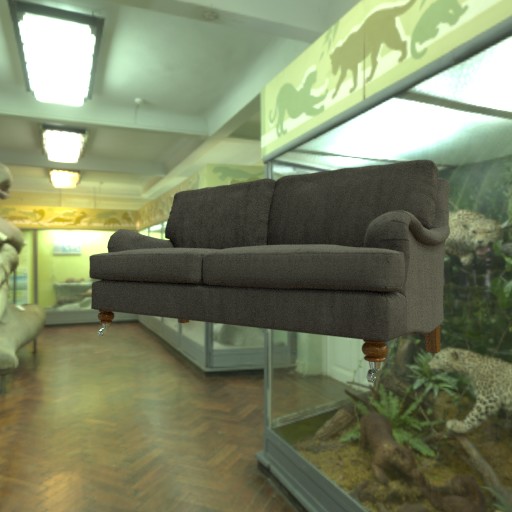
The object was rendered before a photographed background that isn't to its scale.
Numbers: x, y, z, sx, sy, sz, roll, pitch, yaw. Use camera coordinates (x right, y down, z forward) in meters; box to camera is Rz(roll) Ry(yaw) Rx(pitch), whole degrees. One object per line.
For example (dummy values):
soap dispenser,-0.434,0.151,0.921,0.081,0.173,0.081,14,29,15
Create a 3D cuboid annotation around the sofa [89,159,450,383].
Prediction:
sofa,0.000,0.000,2.826,2.165,1.087,1.086,0,-1,37
